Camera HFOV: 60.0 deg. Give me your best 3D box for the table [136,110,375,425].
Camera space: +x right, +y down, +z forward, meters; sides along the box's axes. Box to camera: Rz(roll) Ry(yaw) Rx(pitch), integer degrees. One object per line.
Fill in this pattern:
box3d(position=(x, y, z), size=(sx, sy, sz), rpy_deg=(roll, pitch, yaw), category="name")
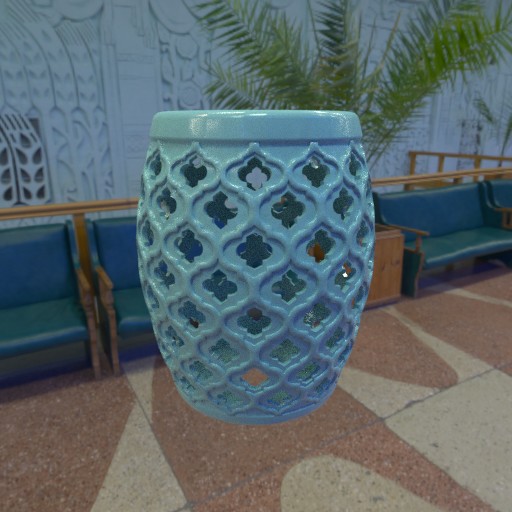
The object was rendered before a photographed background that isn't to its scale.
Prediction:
box3d(position=(0.000, 0.000, 0.630), size=(0.325, 0.388, 0.325), rpy_deg=(0, 17, 0), category="table")
